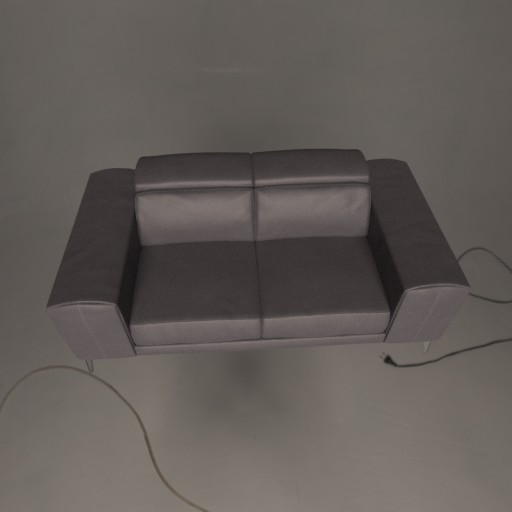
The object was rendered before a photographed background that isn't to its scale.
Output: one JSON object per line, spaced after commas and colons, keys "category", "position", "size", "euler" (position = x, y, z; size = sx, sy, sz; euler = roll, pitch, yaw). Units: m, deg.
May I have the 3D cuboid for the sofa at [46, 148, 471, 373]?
{"category": "sofa", "position": [0.000, 0.000, 2.434], "size": [1.895, 0.779, 1.003], "euler": [-3, 46, -2]}
